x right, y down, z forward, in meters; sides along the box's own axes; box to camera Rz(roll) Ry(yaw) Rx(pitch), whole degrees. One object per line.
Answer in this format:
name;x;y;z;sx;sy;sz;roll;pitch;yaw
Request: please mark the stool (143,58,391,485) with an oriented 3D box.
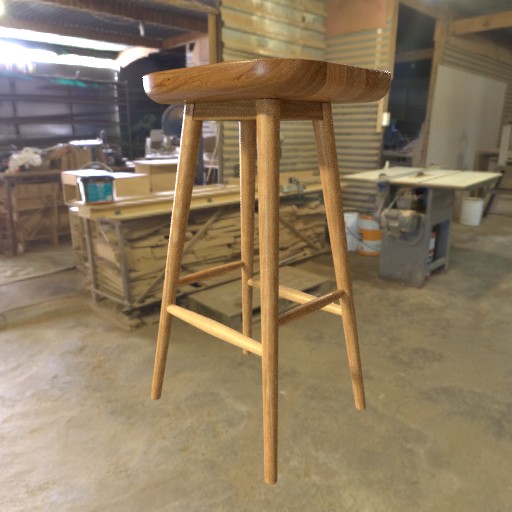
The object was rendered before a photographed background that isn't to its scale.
stool;0.000;0.000;0.920;0.407;0.698;0.322;15;22;42
